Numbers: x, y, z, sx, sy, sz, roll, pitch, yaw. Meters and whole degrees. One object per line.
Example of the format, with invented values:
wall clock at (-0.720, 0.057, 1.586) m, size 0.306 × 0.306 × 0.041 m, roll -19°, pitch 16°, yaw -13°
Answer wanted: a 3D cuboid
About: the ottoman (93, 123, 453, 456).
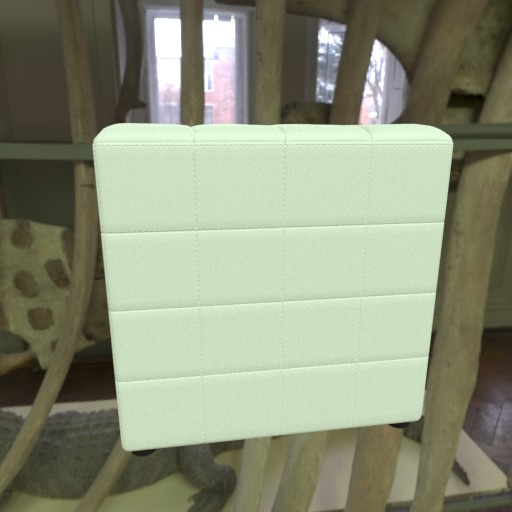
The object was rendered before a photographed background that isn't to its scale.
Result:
ottoman at (0.000, 0.000, 0.759) m, size 0.425 × 0.432 × 0.425 m, roll -2°, pitch 16°, yaw -9°
